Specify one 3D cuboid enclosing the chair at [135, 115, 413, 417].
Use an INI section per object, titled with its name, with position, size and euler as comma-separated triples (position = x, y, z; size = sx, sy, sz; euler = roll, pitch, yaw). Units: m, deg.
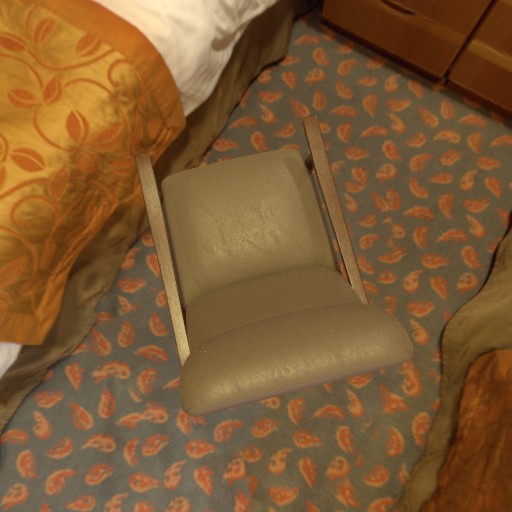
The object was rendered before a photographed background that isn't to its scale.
[chair]
position = 0.000, 0.000, 1.767
size = 0.762, 1.082, 1.014
euler = -13, 76, -3
